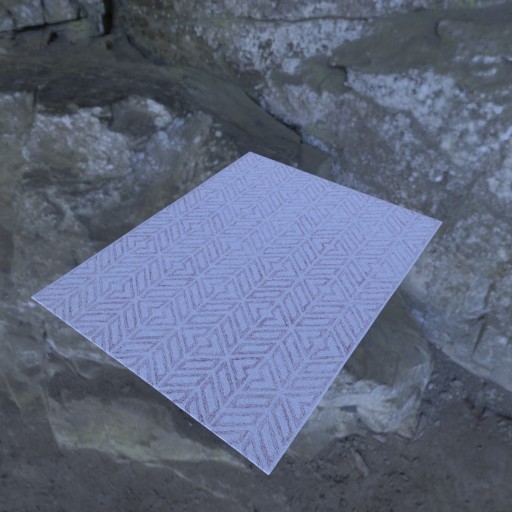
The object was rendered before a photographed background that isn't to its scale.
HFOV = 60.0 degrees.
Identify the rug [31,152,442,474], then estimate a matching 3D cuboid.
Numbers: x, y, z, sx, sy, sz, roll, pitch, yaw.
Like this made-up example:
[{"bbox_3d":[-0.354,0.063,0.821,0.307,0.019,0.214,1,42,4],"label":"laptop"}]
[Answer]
[{"bbox_3d":[0.000,0.000,4.075,2.421,0.008,3.045,26,48,26],"label":"rug"}]
